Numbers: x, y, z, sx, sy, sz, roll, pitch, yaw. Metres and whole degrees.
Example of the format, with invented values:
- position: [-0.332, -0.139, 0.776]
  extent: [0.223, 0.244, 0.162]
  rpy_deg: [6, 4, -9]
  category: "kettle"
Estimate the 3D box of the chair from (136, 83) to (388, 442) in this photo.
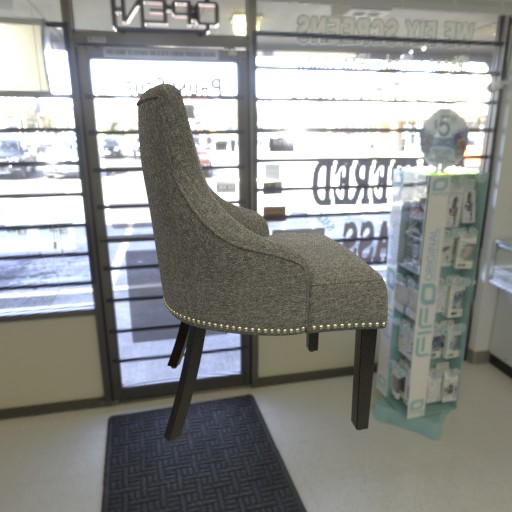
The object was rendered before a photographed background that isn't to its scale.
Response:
- position: [0.000, 0.000, 1.319]
  extent: [0.629, 0.909, 0.566]
  rpy_deg: [-3, 16, -9]
  category: "chair"
